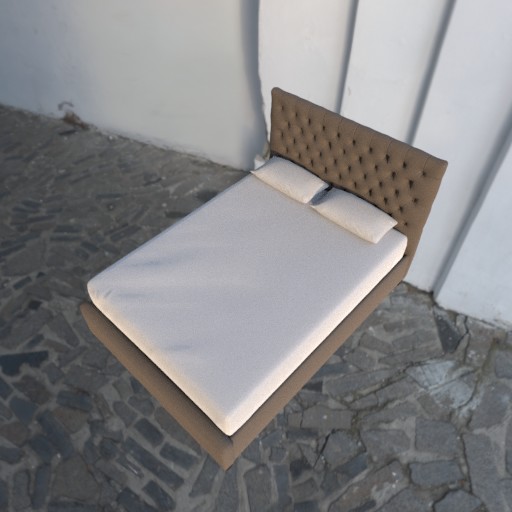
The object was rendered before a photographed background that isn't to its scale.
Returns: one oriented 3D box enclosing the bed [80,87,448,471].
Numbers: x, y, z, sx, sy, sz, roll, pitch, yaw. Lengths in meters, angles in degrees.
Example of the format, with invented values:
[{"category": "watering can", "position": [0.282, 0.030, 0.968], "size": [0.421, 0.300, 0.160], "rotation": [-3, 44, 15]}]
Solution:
[{"category": "bed", "position": [0.000, 0.000, 3.542], "size": [1.698, 1.427, 2.387], "rotation": [35, 56, 27]}]
